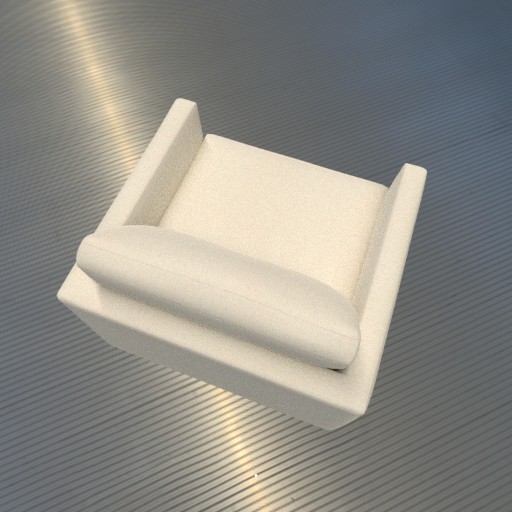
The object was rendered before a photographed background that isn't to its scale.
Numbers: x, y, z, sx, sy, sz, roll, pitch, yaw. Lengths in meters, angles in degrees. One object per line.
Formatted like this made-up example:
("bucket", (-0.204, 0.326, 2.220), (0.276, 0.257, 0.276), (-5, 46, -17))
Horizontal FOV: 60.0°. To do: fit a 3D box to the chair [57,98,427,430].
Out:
("chair", (0.000, 0.000, 1.592), (0.964, 0.806, 0.875), (19, 65, 9))
